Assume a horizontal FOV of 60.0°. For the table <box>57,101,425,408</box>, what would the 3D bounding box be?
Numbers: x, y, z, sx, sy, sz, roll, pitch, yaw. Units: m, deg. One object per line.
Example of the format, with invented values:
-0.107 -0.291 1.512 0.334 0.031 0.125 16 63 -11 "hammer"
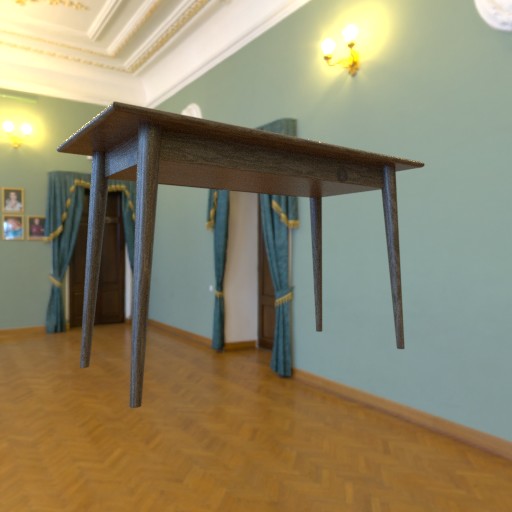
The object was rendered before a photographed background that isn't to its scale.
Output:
0.000 0.000 1.708 1.300 0.780 0.599 -1 1 -36 "table"
